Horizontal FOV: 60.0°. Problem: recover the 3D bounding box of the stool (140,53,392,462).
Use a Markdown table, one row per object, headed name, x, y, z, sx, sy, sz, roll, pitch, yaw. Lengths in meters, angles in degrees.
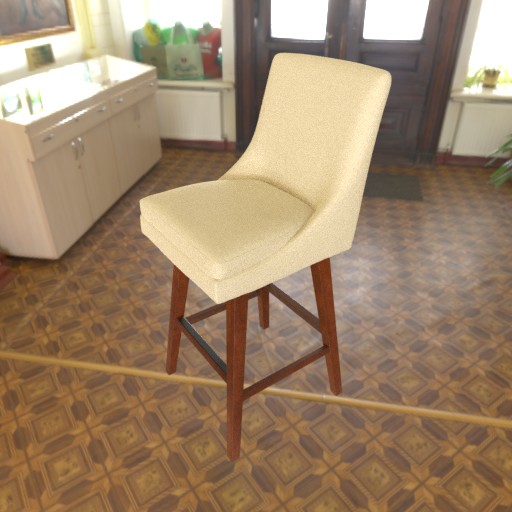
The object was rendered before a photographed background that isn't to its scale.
| name | x | y | z | sx | sy | sz | roll | pitch | yaw |
| --- | --- | --- | --- | --- | --- | --- | --- | --- | --- |
| stool | 0.000 | 0.000 | 1.383 | 0.559 | 1.097 | 0.470 | -20 | 37 | -30 |
